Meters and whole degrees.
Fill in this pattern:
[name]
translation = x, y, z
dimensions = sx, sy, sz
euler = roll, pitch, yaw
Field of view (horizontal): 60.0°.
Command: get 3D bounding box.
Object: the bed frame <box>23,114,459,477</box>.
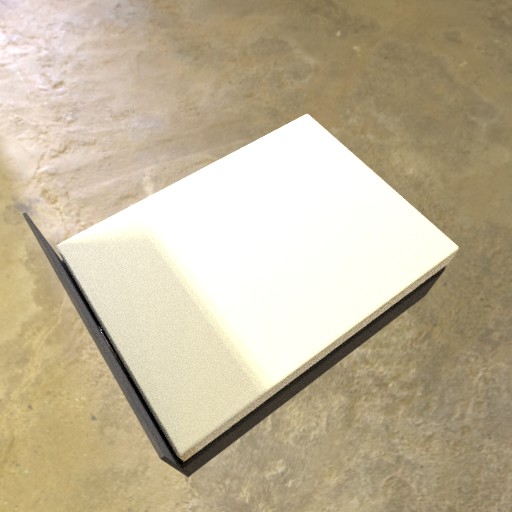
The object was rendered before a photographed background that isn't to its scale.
[bed frame]
translation = 0.000, 0.000, 2.577
dimensions = 1.900, 0.800, 1.400
euler = -32, 64, -18
